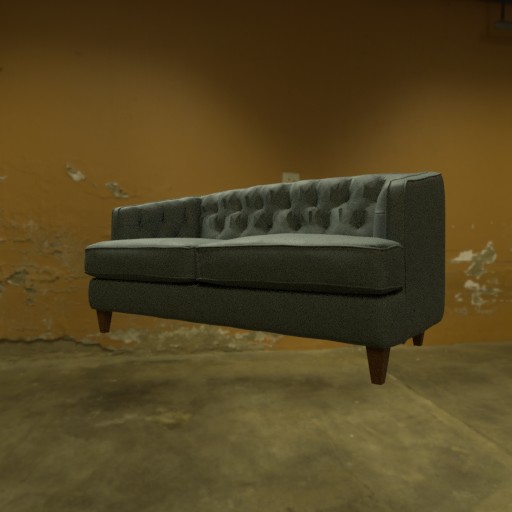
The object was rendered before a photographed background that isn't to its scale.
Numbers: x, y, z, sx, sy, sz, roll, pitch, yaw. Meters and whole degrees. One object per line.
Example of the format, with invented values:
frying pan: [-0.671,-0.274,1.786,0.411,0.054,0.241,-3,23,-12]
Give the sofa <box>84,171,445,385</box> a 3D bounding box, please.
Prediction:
sofa: [0.000,0.000,2.269,1.733,0.855,0.941,0,1,37]
